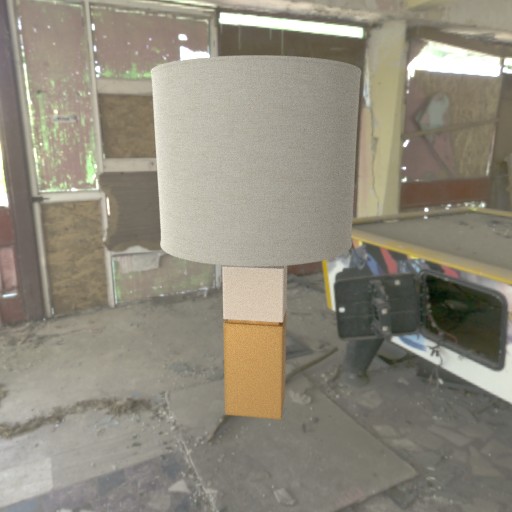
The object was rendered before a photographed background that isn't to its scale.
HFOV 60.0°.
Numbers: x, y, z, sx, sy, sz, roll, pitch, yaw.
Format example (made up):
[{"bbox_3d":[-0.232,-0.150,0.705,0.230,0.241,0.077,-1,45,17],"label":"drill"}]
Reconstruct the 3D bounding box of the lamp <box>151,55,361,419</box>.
[{"bbox_3d":[0.000,0.000,0.546,0.229,0.417,0.229,2,15,8],"label":"lamp"}]
